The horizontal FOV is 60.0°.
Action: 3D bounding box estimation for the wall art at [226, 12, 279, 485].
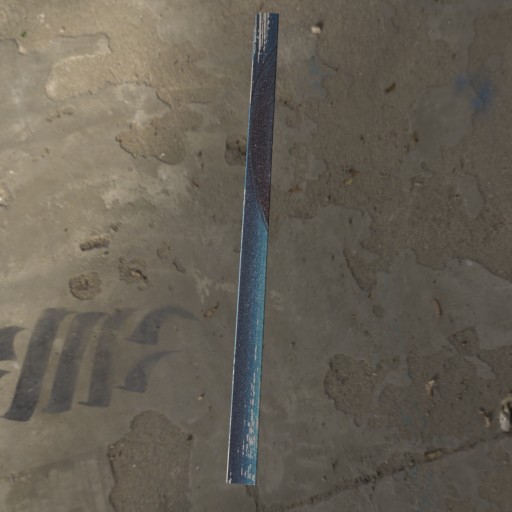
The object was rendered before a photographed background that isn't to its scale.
[{"bbox_3d":[0.000,0.000,0.752,0.033,0.406,0.609,3,77,1],"label":"wall art"}]
